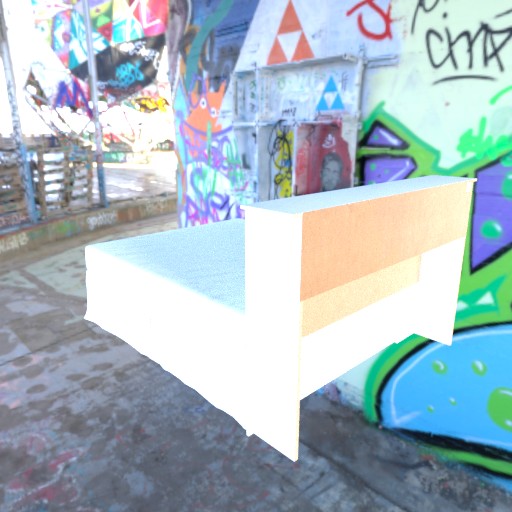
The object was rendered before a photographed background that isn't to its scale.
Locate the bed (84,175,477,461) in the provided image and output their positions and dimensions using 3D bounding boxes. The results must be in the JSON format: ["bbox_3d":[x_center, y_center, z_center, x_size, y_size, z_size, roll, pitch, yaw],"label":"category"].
[{"bbox_3d":[0.000,0.000,3.026,1.671,1.092,2.133,-15,22,-41],"label":"bed"}]
